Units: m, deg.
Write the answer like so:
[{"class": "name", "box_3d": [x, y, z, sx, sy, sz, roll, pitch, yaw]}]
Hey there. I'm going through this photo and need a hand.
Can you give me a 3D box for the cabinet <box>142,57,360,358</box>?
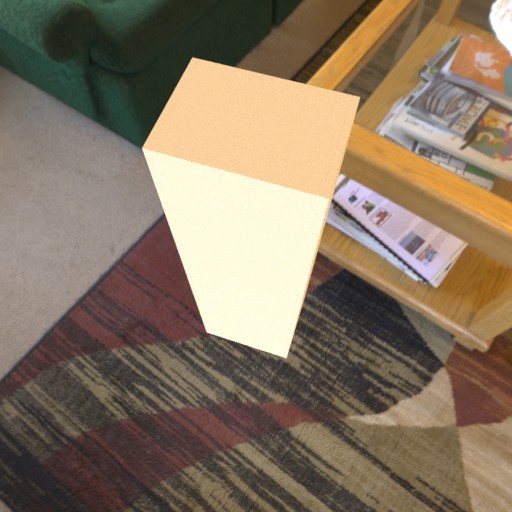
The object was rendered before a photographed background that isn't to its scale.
[{"class": "cabinet", "box_3d": [0.000, 0.000, 1.562, 0.400, 1.350, 0.300, 16, 65, 8]}]
